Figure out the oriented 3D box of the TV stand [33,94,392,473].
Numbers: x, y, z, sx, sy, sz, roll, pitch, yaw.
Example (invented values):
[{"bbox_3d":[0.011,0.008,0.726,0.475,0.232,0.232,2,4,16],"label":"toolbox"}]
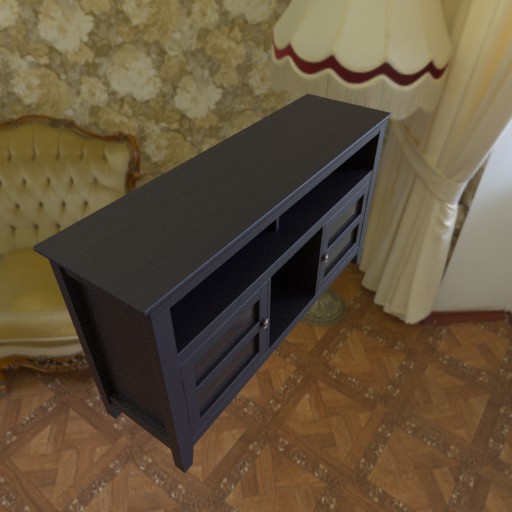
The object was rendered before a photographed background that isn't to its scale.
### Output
[{"bbox_3d":[0.000,0.000,1.482,0.347,0.681,1.198,24,45,27],"label":"TV stand"}]
